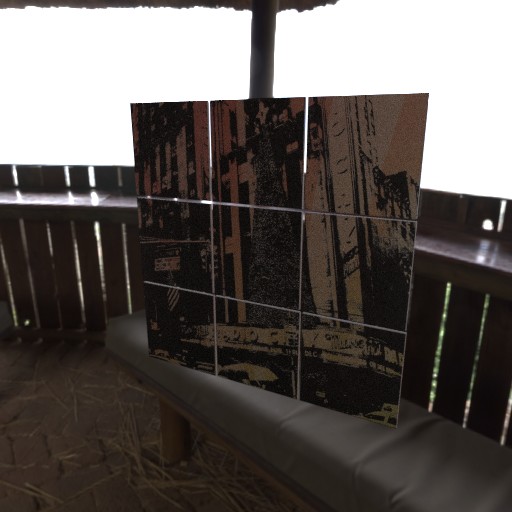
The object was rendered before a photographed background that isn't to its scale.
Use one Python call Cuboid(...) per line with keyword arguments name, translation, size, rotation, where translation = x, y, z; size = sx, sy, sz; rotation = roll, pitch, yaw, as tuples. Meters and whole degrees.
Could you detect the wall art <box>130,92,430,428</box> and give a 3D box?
Cuboid(name="wall art", translation=(0.000, 0.000, 2.266), size=(1.527, 1.521, 0.017), rotation=(8, 18, 26))
